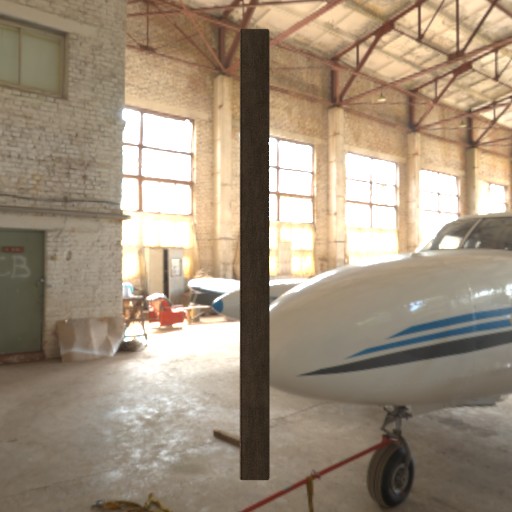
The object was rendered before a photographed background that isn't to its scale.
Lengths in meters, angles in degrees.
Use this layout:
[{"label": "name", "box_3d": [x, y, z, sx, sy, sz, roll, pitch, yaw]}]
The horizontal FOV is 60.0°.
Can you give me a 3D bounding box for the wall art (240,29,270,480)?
[{"label": "wall art", "box_3d": [0.000, 0.000, 1.110, 0.050, 0.751, 0.749, 0, -1, 0]}]
